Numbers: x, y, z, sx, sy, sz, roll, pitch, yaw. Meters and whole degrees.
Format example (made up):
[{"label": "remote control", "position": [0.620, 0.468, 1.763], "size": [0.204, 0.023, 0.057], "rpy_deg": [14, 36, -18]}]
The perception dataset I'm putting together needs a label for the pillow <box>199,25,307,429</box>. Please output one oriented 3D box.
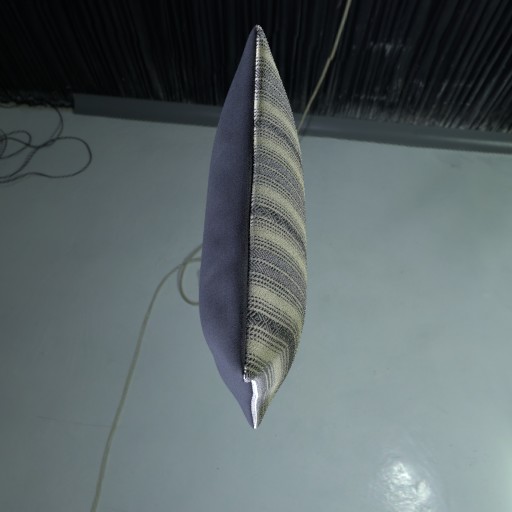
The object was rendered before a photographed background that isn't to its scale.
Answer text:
[{"label": "pillow", "position": [0.000, 0.000, 0.771], "size": [0.166, 0.508, 0.520], "rpy_deg": [1, 64, 1]}]
